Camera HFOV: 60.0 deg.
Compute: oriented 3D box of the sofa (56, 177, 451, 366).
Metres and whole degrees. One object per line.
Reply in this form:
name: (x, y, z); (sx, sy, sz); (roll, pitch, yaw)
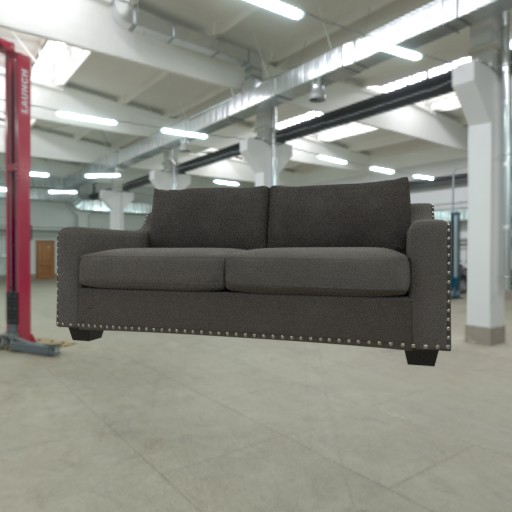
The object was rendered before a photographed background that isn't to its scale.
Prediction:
sofa: (0.000, 0.000, 3.297); (2.550, 1.196, 1.336); (0, 0, 18)
